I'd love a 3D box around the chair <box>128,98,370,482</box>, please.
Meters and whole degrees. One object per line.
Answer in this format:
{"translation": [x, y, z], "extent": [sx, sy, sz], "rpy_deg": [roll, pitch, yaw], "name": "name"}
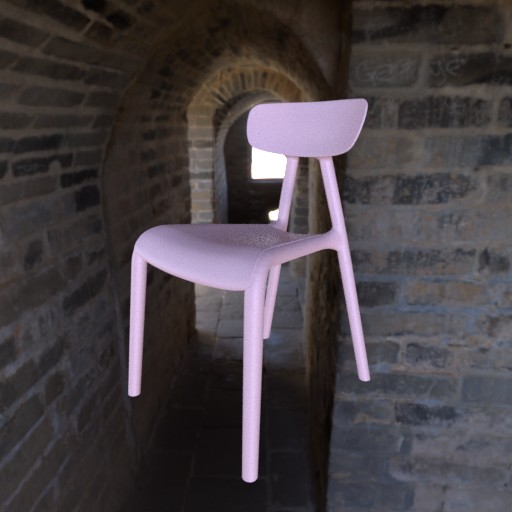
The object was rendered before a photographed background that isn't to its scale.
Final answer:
{"translation": [0.000, 0.000, 0.856], "extent": [0.356, 0.580, 0.401], "rpy_deg": [14, 21, 42], "name": "chair"}
